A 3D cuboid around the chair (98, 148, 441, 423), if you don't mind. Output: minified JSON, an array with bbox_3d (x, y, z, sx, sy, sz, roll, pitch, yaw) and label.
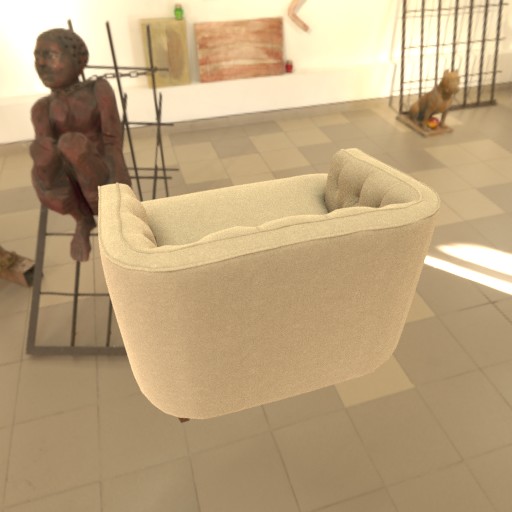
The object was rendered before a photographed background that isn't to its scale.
[{"bbox_3d":[0.000,0.000,1.763,1.104,0.852,0.941,-11,41,-13],"label":"chair"}]
